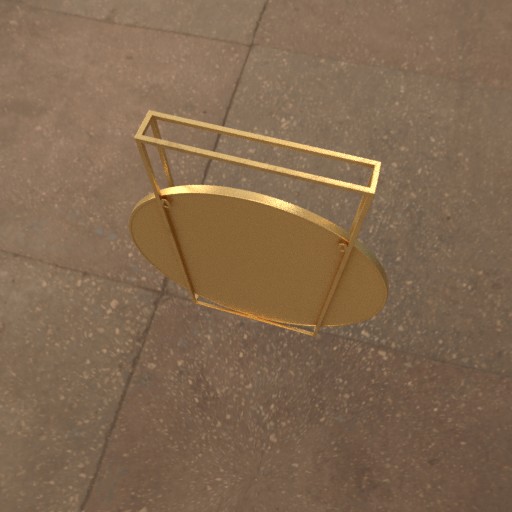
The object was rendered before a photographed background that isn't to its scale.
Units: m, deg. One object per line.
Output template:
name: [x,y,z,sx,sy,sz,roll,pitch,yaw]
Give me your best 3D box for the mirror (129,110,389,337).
mirror: [0.000,0.000,0.836,0.508,0.603,0.051,15,64,7]
